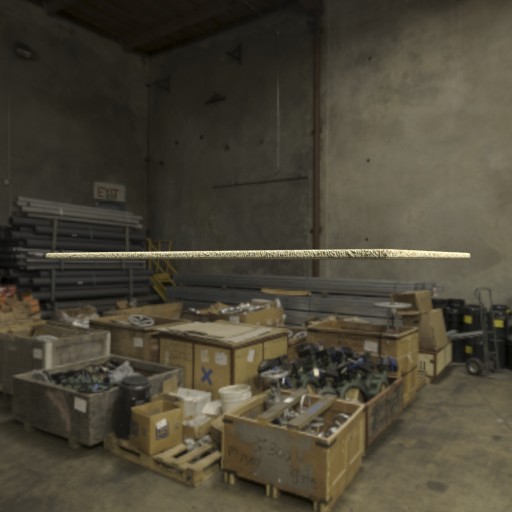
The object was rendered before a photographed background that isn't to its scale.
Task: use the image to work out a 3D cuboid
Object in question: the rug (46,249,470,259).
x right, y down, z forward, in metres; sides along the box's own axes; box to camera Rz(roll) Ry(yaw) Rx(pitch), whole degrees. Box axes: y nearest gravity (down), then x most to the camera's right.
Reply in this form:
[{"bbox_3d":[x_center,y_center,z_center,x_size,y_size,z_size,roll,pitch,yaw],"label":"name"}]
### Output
[{"bbox_3d":[0.000,0.000,2.240,1.778,0.030,1.219,0,0,35],"label":"rug"}]
